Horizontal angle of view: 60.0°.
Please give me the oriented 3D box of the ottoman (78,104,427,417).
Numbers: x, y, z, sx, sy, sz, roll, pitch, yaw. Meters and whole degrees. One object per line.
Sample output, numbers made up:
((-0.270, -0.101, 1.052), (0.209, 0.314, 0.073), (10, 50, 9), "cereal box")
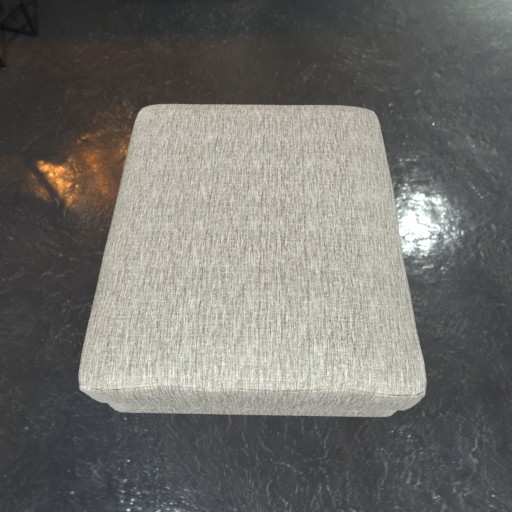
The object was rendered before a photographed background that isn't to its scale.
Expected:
((0.000, 0.000, 1.439), (0.839, 0.492, 0.994), (1, 58, 1), "ottoman")
